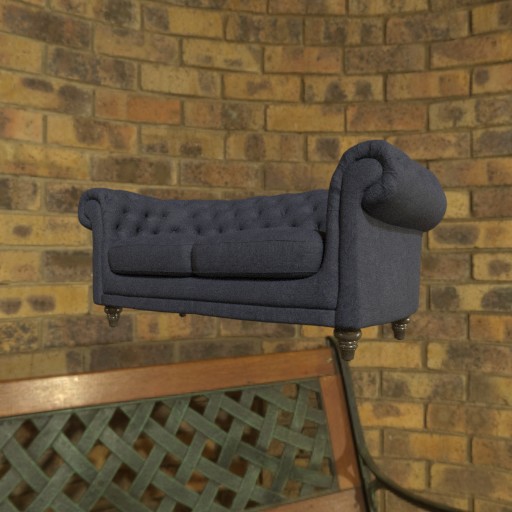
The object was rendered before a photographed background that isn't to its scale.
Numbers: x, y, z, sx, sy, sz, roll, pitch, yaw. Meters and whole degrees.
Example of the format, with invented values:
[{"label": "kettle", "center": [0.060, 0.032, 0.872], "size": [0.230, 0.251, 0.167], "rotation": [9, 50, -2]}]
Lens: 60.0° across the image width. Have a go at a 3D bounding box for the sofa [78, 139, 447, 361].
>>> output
[{"label": "sofa", "center": [0.000, 0.000, 2.496], "size": [1.988, 0.833, 1.082], "rotation": [-1, -1, 37]}]
